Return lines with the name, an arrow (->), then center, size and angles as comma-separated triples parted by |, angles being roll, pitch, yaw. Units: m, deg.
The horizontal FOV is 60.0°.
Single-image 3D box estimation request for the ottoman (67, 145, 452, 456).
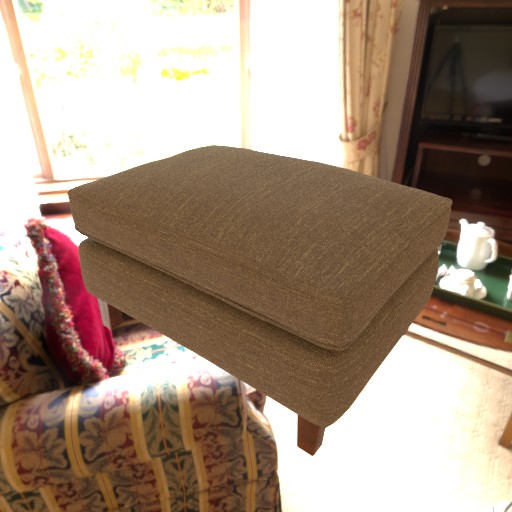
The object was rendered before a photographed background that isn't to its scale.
ottoman -> 0.000, 0.000, 0.986 | 0.686, 0.406, 0.508 | 21, 35, 32
